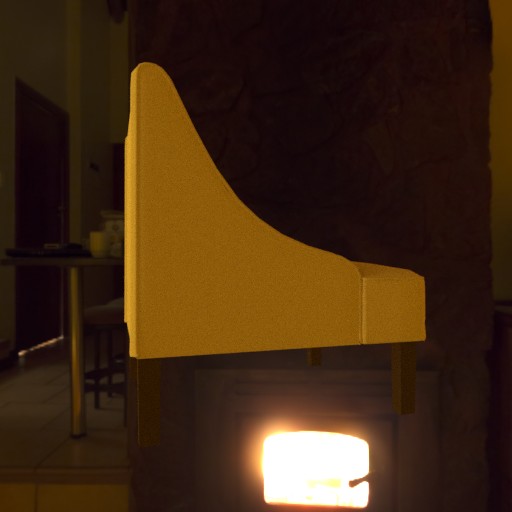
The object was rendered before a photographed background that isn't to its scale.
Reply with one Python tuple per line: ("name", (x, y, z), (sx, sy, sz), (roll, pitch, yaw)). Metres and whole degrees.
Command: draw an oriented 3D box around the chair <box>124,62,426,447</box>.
("chair", (0.000, 0.000, 1.439), (0.806, 0.886, 0.689), (0, 0, -18))
